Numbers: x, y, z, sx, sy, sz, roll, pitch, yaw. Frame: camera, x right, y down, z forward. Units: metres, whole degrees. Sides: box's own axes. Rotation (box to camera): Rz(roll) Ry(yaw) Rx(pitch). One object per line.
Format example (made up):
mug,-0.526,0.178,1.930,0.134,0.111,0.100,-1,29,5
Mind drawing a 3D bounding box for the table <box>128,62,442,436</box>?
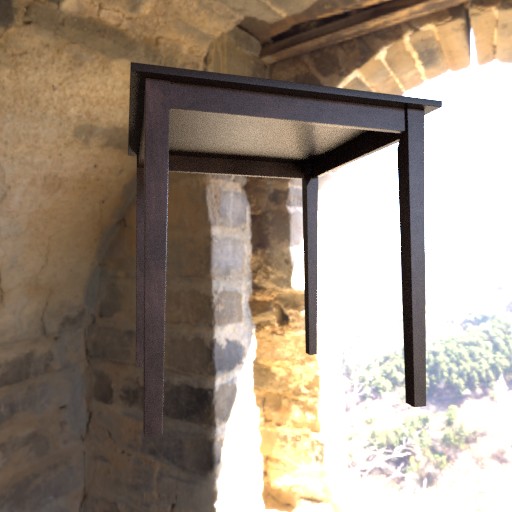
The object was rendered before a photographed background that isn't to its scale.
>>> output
table,0.000,0.000,1.353,0.749,0.770,0.749,0,-1,-17
